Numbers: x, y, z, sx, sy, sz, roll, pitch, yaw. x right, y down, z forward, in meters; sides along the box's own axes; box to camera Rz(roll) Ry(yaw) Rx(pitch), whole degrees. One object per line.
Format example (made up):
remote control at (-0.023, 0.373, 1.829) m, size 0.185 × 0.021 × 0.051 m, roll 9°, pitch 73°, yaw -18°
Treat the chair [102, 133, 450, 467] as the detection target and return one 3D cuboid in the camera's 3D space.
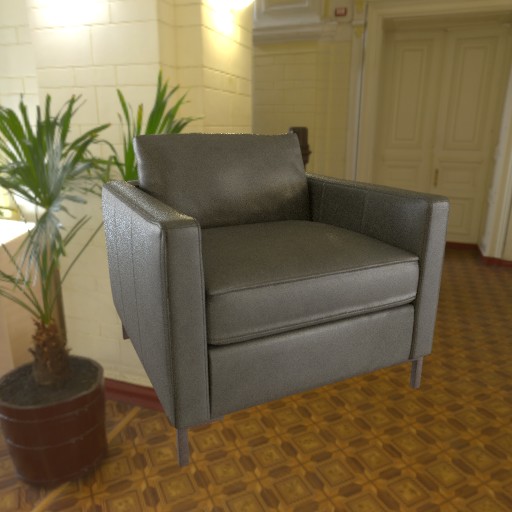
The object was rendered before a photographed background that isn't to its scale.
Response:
chair at (0.000, 0.000, 1.479) m, size 0.967 × 0.824 × 0.861 m, roll -8°, pitch 18°, yaw -25°
